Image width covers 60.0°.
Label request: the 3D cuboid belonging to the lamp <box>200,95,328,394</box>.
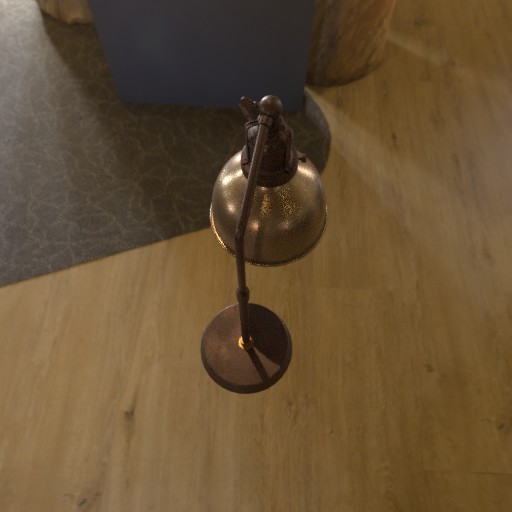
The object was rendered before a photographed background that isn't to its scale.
[{"bbox_3d":[0.000,0.000,0.619,0.175,0.469,0.298,17,64,8],"label":"lamp"}]
